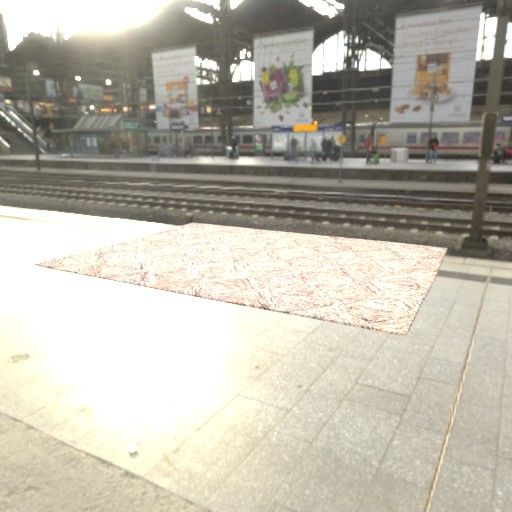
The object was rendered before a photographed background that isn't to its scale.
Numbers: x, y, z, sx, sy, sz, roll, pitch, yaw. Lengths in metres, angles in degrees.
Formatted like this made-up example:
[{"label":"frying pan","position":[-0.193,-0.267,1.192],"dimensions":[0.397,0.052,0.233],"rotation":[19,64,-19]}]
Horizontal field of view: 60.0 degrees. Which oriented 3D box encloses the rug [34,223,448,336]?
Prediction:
[{"label":"rug","position":[0.000,0.000,4.252],"dimensions":[3.226,0.024,2.436],"rotation":[7,16,27]}]
